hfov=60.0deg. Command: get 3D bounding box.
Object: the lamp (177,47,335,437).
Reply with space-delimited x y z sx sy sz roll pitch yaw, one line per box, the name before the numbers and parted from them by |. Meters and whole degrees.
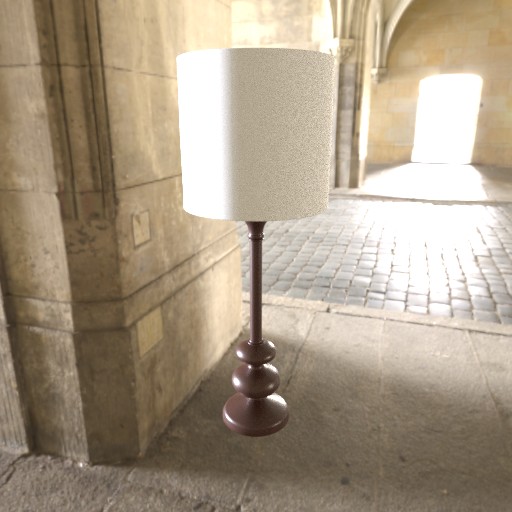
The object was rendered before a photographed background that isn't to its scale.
lamp | 0.000 0.000 0.817 0.254 0.690 0.254 -9 19 -28
